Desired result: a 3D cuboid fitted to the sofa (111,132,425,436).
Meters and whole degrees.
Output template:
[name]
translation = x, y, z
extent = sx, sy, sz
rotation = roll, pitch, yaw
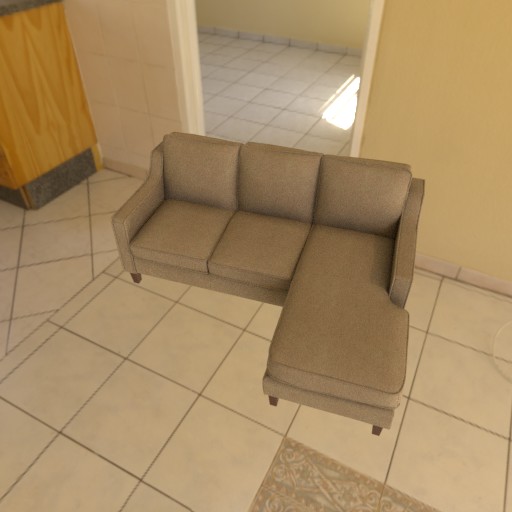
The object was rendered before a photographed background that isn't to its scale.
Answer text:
[sofa]
translation = 0.000, 0.000, 3.360
extent = 2.317, 1.081, 1.858
rotation = 12, 43, 13
